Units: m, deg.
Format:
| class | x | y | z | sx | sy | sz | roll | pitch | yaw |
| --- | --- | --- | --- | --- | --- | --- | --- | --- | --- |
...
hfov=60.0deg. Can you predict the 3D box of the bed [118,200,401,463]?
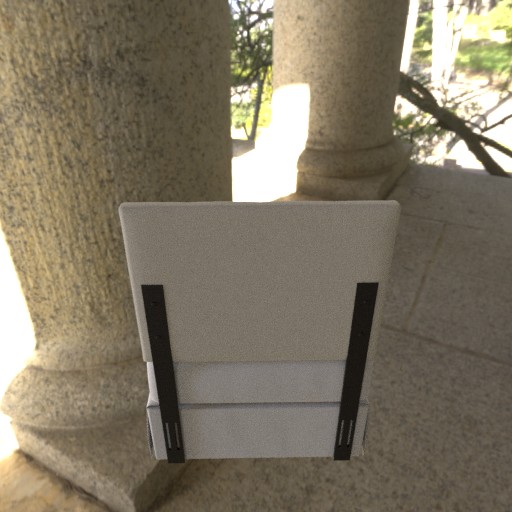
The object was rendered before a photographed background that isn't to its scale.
| class | x | y | z | sx | sy | sz | roll | pitch | yaw |
| --- | --- | --- | --- | --- | --- | --- | --- | --- | --- |
| bed | 0.000 | 0.000 | 2.991 | 1.261 | 1.571 | 1.997 | -1 | 30 | -1 |
